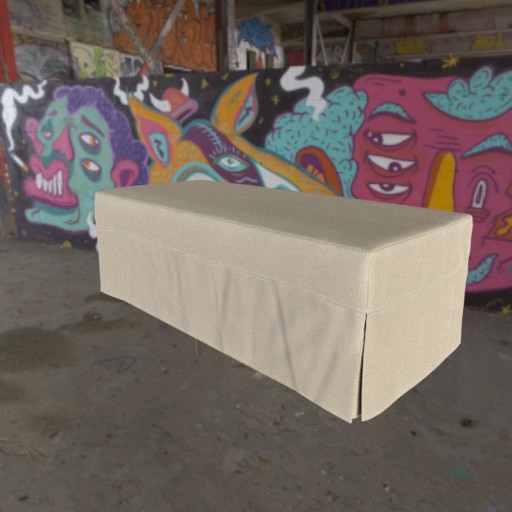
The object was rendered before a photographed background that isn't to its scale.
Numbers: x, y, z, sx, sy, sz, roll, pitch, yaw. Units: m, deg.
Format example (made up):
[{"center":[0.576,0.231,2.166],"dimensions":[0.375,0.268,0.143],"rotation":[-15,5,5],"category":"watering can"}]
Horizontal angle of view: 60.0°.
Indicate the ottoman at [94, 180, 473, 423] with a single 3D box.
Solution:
[{"center":[0.000,0.000,1.695],"dimensions":[1.388,0.457,0.665],"rotation":[16,22,43],"category":"ottoman"}]
